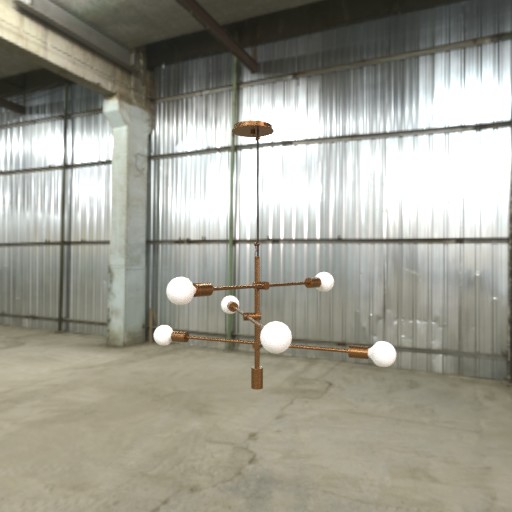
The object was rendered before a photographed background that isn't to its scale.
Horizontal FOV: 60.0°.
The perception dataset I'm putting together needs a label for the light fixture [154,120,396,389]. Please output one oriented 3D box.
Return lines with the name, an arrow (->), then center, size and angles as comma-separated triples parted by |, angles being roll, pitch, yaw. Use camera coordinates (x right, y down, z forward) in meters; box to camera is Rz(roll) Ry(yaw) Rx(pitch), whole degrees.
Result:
light fixture -> 0.000, 0.000, 1.267 | 0.637, 0.744, 0.682 | 0, -1, -37
